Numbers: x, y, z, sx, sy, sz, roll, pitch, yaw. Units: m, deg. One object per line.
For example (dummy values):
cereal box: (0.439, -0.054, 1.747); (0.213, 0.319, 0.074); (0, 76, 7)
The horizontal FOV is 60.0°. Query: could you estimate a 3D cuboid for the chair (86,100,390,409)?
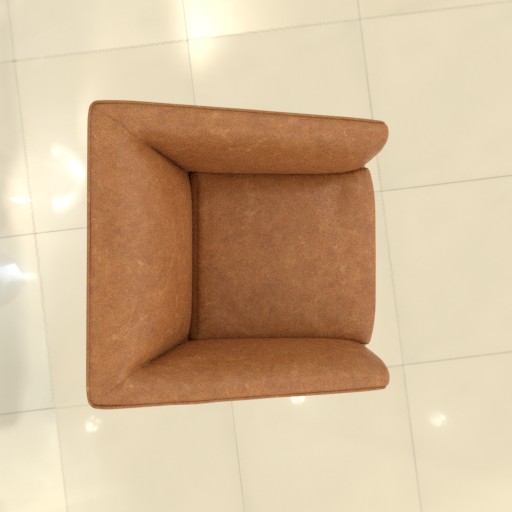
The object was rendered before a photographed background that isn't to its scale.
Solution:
chair: (0.000, 0.000, 1.193); (0.625, 0.760, 0.588); (0, 89, 0)
